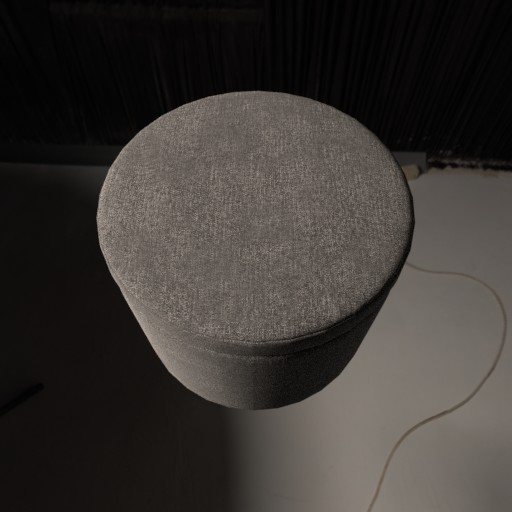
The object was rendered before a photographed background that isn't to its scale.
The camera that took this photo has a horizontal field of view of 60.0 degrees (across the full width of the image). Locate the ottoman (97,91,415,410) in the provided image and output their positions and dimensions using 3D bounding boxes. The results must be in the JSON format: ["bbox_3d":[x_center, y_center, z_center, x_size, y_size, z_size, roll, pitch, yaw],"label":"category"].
[{"bbox_3d":[0.000,0.000,0.860,0.500,0.419,0.500,0,58,0],"label":"ottoman"}]
